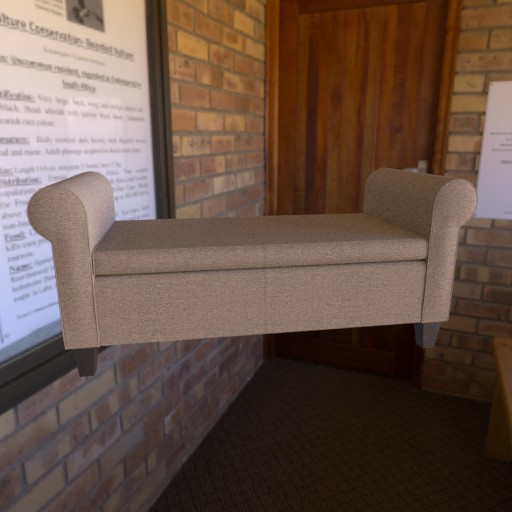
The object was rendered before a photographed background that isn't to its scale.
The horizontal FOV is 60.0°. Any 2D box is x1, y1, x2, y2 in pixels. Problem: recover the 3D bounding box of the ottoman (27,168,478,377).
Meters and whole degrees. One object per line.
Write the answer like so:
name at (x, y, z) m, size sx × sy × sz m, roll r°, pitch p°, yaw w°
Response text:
ottoman at (0.000, 0.000, 1.507) m, size 1.256 × 0.547 × 0.521 m, roll -3°, pitch 15°, yaw -9°
